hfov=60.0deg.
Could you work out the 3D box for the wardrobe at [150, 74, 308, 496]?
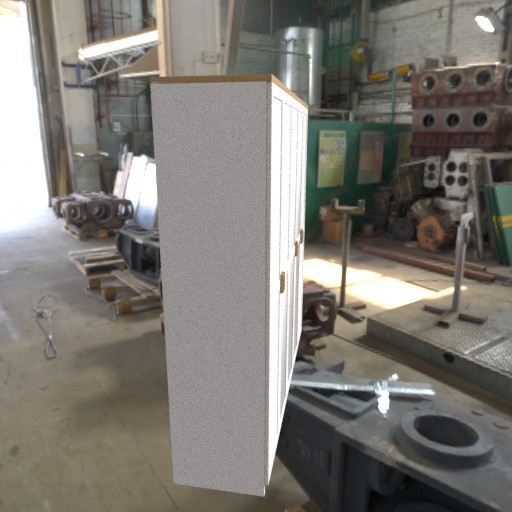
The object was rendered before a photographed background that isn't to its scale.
[{"bbox_3d":[0.000,0.000,3.316,0.590,2.260,2.160,3,15,10],"label":"wardrobe"}]
